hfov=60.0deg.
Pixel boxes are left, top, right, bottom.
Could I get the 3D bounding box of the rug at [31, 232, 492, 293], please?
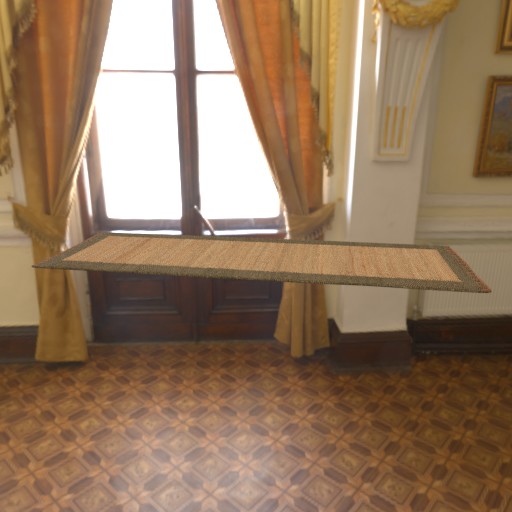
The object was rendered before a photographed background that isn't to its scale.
[{"bbox_3d":[0.000,0.000,2.670,2.413,0.016,0.810,3,17,9],"label":"rug"}]
